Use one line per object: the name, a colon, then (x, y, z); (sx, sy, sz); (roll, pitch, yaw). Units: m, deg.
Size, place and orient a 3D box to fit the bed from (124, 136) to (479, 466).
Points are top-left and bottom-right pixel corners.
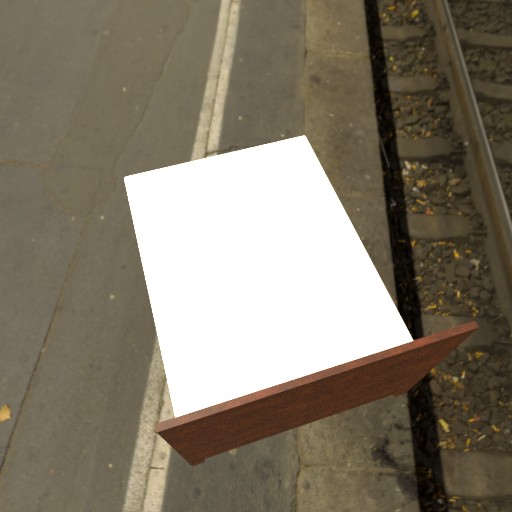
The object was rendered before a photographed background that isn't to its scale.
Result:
bed: (0.000, 0.000, 3.130); (1.600, 1.270, 2.184); (-15, 60, -9)
